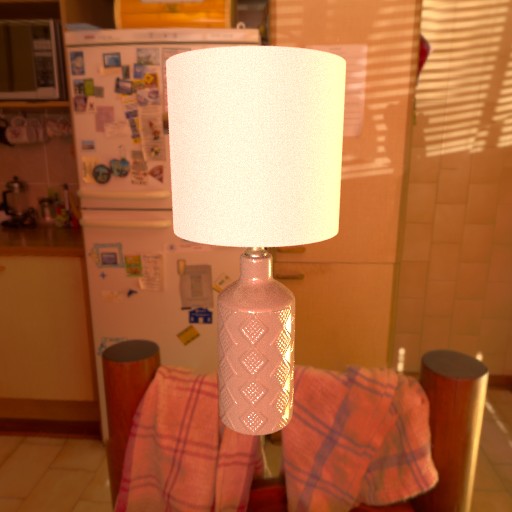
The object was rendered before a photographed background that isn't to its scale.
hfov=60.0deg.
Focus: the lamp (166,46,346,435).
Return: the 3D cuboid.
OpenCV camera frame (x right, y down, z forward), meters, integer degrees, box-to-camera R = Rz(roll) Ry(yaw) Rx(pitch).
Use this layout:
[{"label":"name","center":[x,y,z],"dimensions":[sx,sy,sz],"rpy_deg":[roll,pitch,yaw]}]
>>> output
[{"label":"lamp","center":[0.000,0.000,0.574],"dimensions":[0.207,0.461,0.207],"rpy_deg":[-7,16,-25]}]
